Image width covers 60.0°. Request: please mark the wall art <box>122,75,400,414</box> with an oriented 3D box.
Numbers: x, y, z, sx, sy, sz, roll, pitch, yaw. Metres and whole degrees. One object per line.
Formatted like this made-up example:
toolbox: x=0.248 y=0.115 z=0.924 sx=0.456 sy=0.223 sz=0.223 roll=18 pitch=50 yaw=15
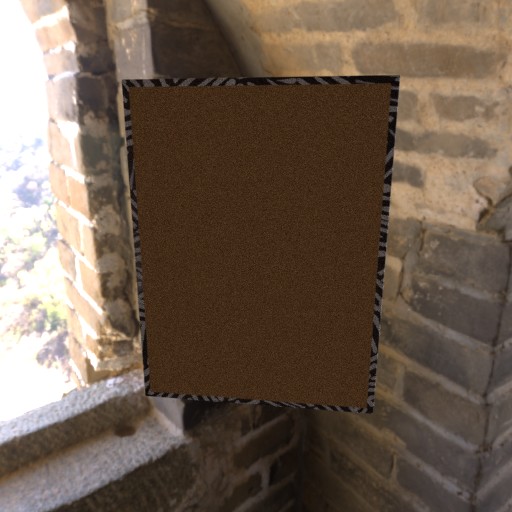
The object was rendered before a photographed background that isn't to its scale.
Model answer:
wall art: x=0.000 y=0.000 z=1.355 sx=0.765 sy=1.017 sz=0.038 roll=2 pitch=16 yaw=7
